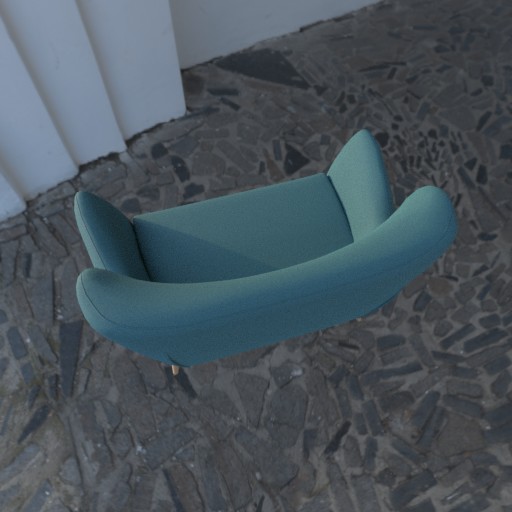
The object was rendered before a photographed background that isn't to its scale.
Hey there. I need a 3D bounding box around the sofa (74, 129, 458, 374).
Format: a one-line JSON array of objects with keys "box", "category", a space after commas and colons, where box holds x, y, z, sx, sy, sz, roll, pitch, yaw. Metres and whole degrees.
[{"box": [0.000, 0.000, 1.935, 1.397, 0.889, 0.889, -14, 58, -9], "category": "sofa"}]
